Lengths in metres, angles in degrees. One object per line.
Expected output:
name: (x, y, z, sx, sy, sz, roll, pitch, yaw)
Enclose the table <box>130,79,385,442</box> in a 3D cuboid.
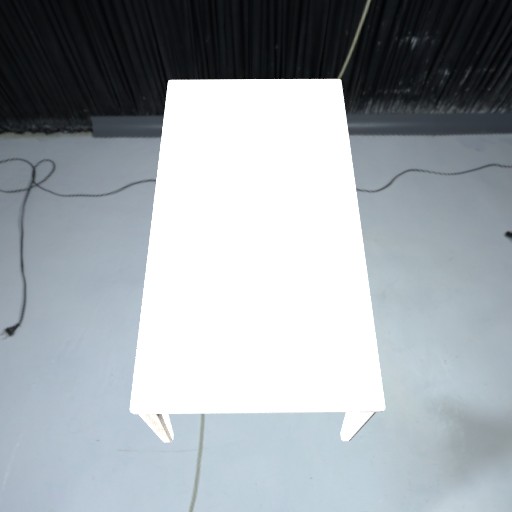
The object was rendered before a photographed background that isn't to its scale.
table: (0.000, 0.000, 2.142, 0.900, 0.760, 1.600, 0, 63, 0)
